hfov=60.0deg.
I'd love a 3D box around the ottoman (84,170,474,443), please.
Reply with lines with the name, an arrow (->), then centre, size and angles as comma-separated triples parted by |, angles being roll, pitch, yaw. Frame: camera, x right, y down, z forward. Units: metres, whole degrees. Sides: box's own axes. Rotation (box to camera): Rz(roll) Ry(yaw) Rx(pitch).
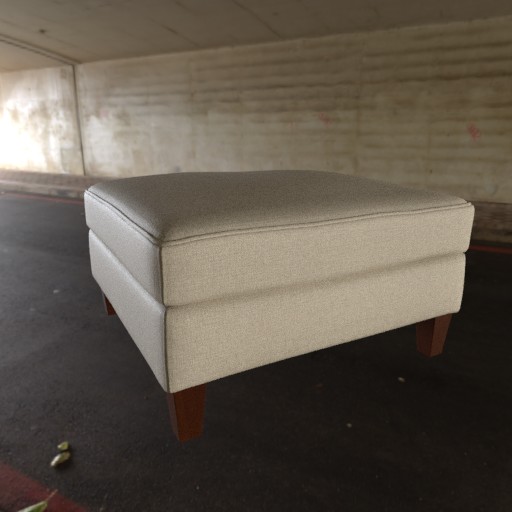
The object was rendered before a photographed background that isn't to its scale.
ottoman -> 0.000, 0.000, 1.318 | 0.838, 0.478, 0.838 | -9, 18, -28
